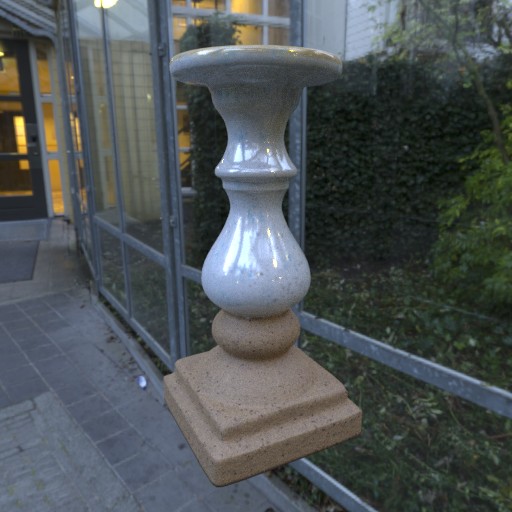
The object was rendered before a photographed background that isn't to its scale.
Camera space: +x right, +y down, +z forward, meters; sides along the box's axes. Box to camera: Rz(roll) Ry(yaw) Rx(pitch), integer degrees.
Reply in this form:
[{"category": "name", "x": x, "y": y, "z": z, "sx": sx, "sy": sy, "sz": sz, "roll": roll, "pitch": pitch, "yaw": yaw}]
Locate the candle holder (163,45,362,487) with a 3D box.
[{"category": "candle holder", "x": 0.000, "y": 0.000, "z": 0.294, "sx": 0.110, "sy": 0.239, "sz": 0.110, "roll": -7, "pitch": 16, "yaw": -26}]
